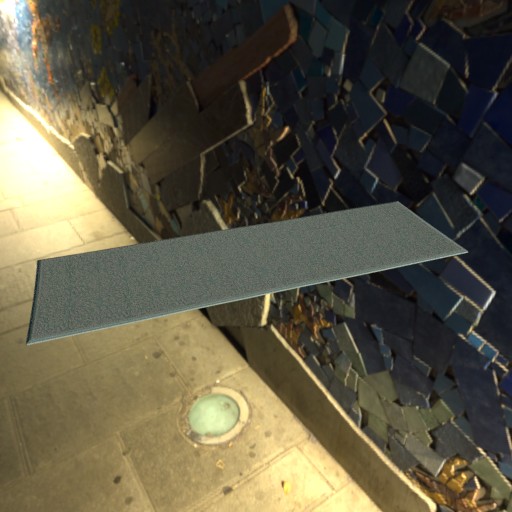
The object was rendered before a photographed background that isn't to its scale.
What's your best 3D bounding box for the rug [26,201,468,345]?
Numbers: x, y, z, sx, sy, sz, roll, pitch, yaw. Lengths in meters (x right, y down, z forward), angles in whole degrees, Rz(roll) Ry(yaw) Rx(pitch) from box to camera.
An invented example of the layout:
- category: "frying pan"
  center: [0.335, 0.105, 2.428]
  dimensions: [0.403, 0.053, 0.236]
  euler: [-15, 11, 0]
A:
- category: "rug"
  center: [0.000, 0.000, 2.356]
  dimensions: [2.196, 0.011, 0.662]
  euler: [-10, 34, -16]
